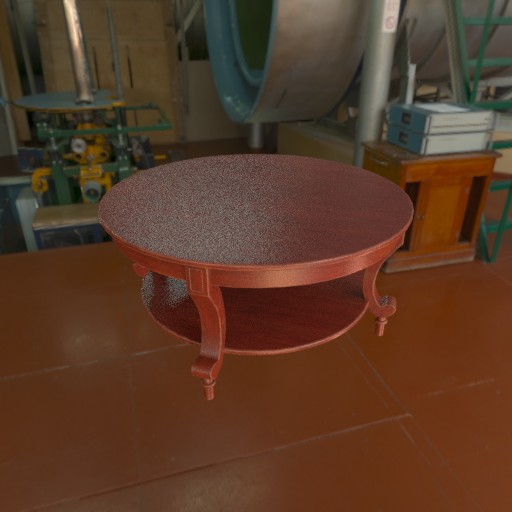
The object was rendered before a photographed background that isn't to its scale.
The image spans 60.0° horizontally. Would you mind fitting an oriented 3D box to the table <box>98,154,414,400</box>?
[{"bbox_3d":[0.000,0.000,1.620,1.029,0.486,1.029,0,28,0],"label":"table"}]
